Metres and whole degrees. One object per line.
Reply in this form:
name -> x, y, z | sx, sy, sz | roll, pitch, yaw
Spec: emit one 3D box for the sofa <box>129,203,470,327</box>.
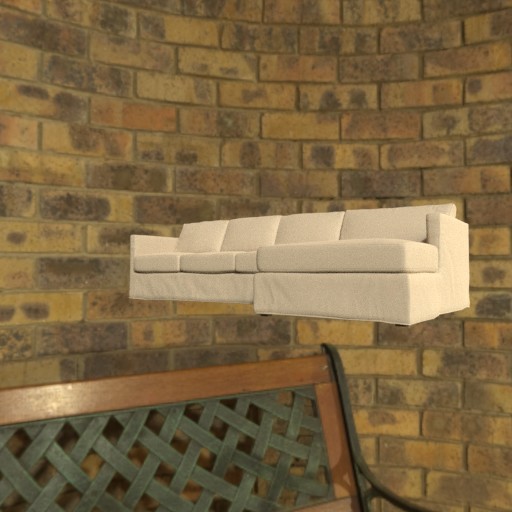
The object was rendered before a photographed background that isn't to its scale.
sofa -> 0.000, 0.000, 3.897 | 3.206, 0.871, 1.622 | -1, -2, 36
